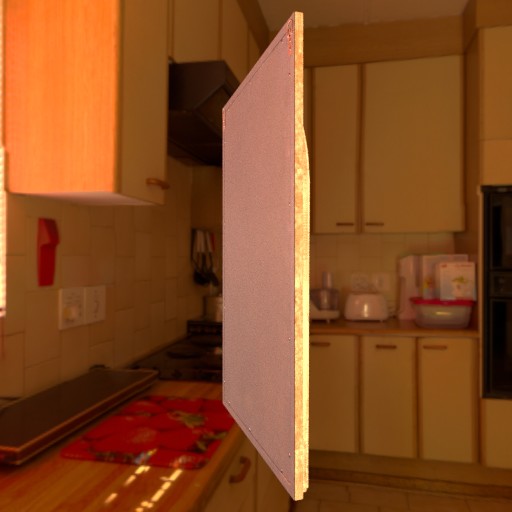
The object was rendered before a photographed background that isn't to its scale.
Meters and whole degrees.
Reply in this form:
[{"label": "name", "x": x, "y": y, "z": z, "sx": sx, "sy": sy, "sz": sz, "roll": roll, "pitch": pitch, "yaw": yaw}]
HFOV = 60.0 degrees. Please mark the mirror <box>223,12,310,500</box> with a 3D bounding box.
[{"label": "mirror", "x": 0.000, "y": 0.000, "z": 0.951, "sx": 0.058, "sy": 0.787, "sz": 0.495, "roll": 0, "pitch": 0, "yaw": -18}]
